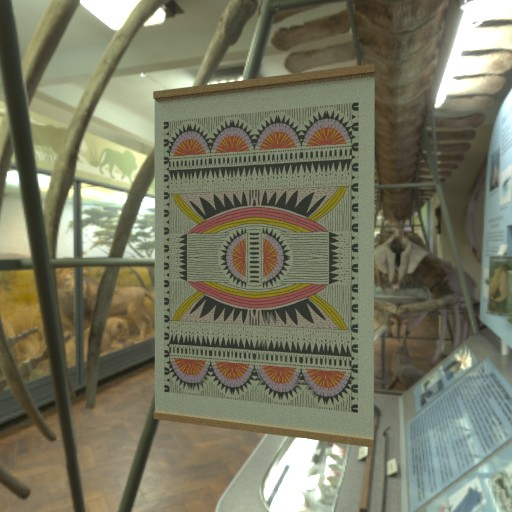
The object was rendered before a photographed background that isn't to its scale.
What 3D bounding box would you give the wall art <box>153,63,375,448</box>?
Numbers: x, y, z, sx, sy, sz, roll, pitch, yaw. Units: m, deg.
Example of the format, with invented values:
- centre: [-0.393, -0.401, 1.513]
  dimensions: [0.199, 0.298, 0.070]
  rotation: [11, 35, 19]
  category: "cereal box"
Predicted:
- centre: [0.000, 0.000, 1.934]
  dimensions: [0.999, 1.533, 0.028]
  rotation: [0, 1, 18]
  category: "wall art"
